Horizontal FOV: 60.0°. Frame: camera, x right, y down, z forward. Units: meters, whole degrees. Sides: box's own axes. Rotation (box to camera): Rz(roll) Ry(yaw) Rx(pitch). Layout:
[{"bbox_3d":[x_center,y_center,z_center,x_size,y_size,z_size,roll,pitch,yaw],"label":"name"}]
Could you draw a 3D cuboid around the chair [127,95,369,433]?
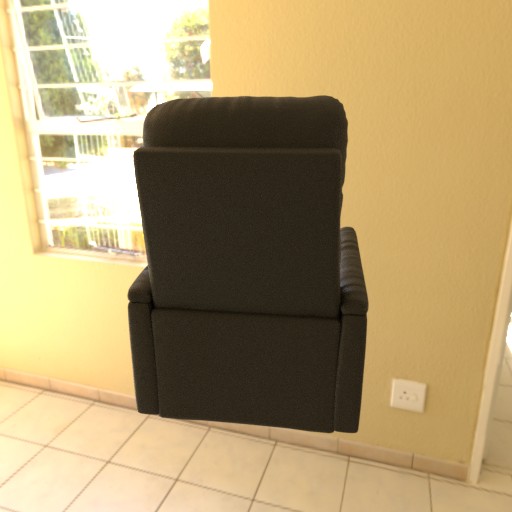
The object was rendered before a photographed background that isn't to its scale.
[{"bbox_3d":[0.000,0.000,1.630,0.775,1.082,0.831,2,17,8],"label":"chair"}]
